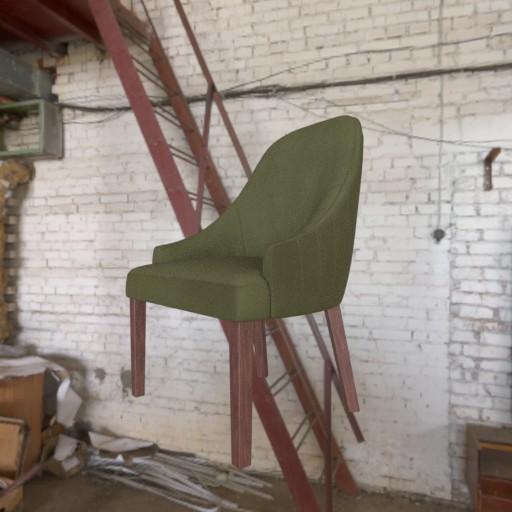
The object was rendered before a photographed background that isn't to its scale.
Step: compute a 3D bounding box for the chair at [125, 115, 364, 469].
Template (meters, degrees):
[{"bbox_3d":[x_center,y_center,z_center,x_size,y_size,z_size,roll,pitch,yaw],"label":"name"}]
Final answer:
[{"bbox_3d":[0.000,0.000,1.329,0.575,0.889,0.643,-1,1,-37],"label":"chair"}]
